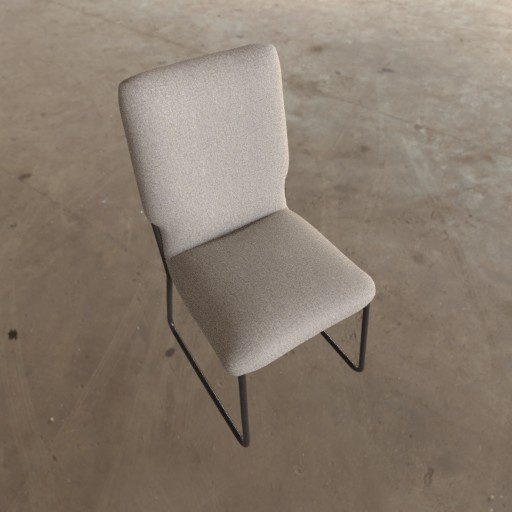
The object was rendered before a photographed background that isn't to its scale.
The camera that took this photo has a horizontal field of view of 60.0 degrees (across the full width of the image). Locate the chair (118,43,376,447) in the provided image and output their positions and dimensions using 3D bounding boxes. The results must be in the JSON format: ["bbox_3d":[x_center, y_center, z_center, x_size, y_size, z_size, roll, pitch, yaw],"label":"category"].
[{"bbox_3d":[0.000,0.000,1.163,0.448,0.864,0.560,-25,52,-22],"label":"chair"}]
